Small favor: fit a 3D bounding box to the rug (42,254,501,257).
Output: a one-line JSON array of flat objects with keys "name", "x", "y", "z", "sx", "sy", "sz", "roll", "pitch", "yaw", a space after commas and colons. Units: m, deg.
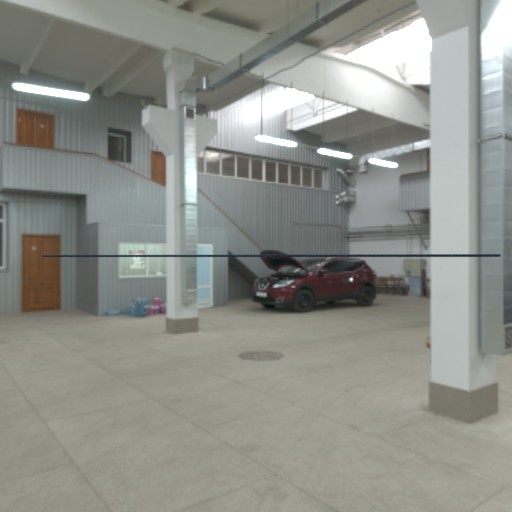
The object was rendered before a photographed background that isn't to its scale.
[{"name": "rug", "x": 0.000, "y": 0.000, "z": 2.629, "sx": 2.448, "sy": 0.012, "sz": 0.769, "roll": 0, "pitch": 0, "yaw": 18}]
